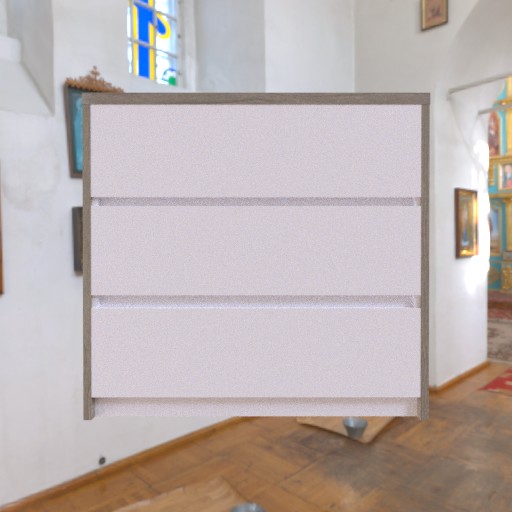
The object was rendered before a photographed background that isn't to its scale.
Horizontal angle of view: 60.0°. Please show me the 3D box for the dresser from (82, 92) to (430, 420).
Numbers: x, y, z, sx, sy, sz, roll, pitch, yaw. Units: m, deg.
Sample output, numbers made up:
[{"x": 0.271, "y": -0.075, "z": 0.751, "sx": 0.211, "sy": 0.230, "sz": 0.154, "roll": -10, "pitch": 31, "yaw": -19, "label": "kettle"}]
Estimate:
[{"x": 0.000, "y": 0.000, "z": 1.296, "sx": 0.809, "sy": 0.762, "sz": 0.529, "roll": 0, "pitch": 0, "yaw": 0, "label": "dresser"}]
